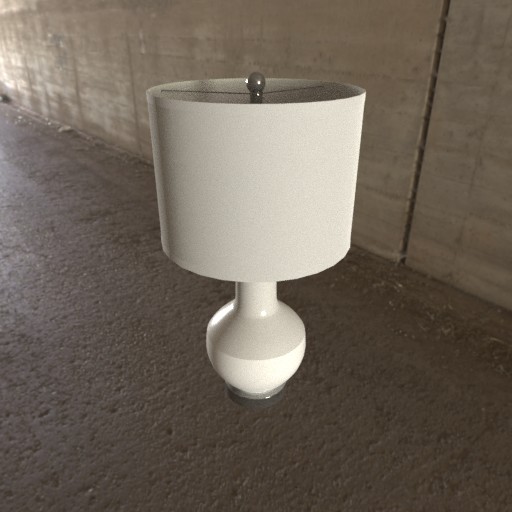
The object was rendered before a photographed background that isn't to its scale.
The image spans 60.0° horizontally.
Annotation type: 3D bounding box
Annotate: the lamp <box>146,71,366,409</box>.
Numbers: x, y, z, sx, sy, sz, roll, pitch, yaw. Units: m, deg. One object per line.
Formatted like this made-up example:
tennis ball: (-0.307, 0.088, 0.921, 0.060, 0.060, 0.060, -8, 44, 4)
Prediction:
lamp: (0.000, 0.000, 0.873, 0.357, 0.673, 0.357, 8, 28, 15)
